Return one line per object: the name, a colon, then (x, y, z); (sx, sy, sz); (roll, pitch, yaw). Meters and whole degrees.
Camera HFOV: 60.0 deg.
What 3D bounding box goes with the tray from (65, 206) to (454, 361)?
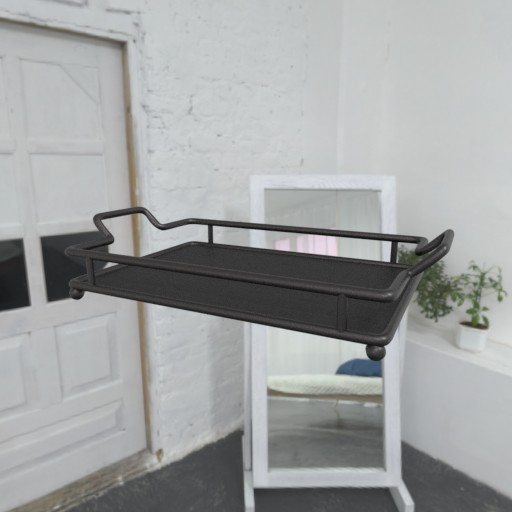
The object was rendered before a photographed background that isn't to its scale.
tray: (0.000, 0.000, 0.617); (0.495, 0.101, 0.297); (7, 15, 26)
